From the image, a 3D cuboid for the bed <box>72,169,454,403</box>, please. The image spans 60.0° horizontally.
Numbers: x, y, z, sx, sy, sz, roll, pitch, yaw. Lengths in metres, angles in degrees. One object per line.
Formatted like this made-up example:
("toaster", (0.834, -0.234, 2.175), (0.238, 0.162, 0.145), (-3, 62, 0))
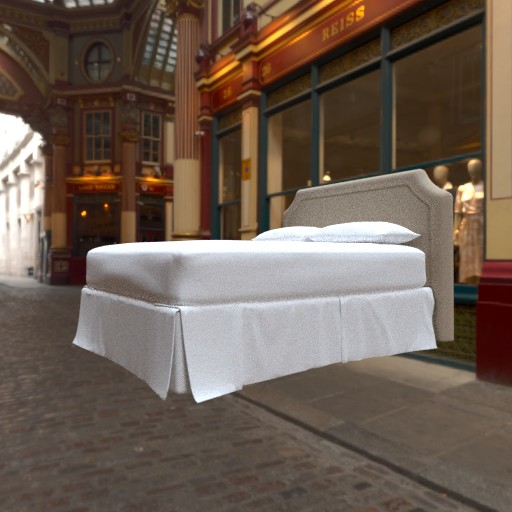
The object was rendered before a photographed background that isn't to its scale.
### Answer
("bed", (0.000, 0.000, 3.262), (2.204, 1.301, 1.828), (0, 1, -36))
